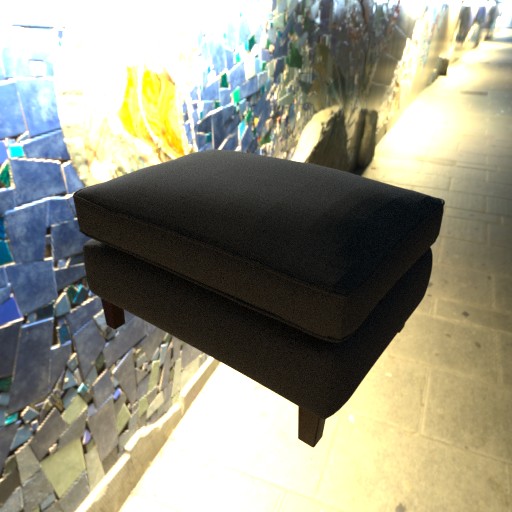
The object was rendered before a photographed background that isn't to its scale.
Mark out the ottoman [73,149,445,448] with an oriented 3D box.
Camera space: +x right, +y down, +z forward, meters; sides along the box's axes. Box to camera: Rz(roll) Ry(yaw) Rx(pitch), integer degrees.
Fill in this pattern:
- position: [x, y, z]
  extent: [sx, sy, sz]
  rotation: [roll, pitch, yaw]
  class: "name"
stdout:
- position: [0.000, 0.000, 1.016]
  extent: [0.686, 0.406, 0.508]
  rotation: [20, 34, 32]
  class: "ottoman"
